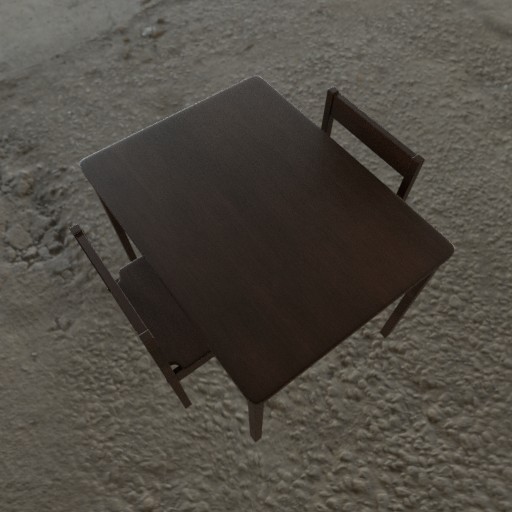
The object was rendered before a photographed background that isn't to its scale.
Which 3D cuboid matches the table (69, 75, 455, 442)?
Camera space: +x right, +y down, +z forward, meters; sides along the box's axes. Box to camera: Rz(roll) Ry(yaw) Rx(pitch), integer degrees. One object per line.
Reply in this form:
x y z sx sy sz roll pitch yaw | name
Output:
0.000 0.000 1.096 0.672 0.503 0.650 -33 65 -18 | table
